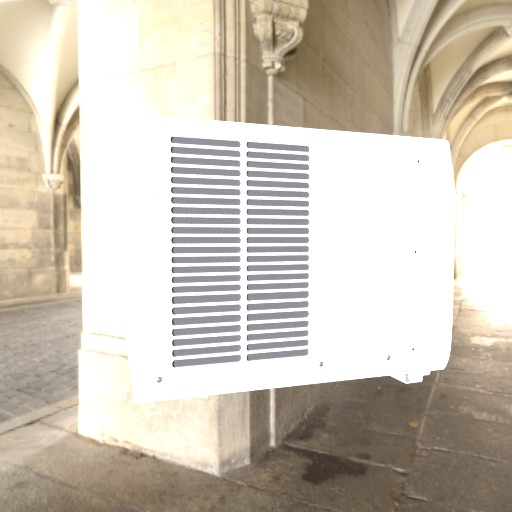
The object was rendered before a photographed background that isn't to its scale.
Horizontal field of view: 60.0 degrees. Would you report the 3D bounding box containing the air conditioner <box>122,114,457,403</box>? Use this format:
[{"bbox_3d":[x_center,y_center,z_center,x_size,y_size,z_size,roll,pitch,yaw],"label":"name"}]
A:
[{"bbox_3d":[0.000,0.000,1.060,0.599,0.455,0.645,-1,2,-18],"label":"air conditioner"}]
